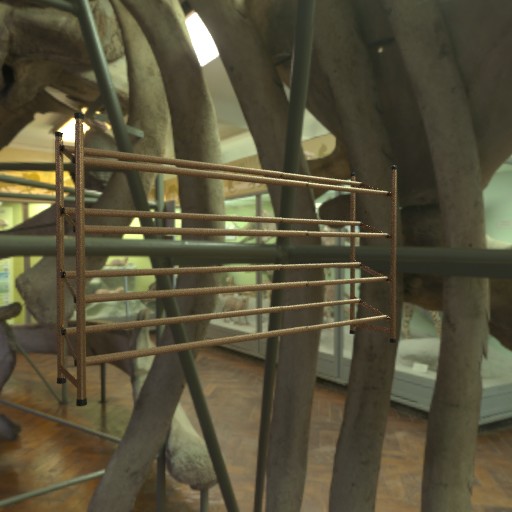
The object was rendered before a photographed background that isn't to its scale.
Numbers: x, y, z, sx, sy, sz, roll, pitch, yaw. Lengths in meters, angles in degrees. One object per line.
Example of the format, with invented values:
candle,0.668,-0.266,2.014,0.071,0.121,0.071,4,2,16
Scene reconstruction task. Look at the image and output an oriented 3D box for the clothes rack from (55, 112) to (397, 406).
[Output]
clothes rack,0.000,0.000,1.439,1.168,0.672,0.229,-1,2,-36
